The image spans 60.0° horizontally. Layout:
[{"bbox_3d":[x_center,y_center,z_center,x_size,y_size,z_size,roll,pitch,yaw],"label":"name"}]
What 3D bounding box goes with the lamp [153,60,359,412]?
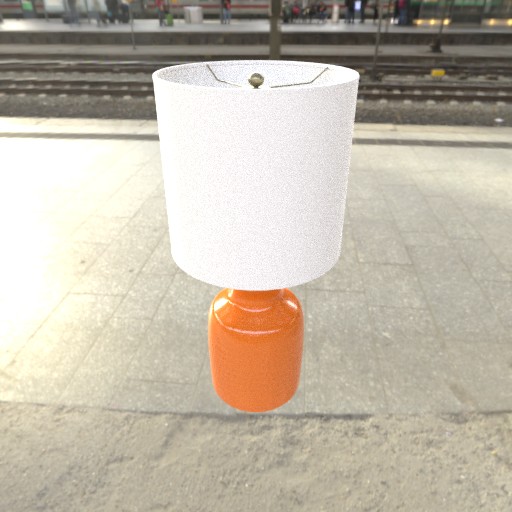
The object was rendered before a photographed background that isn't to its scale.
[{"bbox_3d":[0.000,0.000,1.128,0.418,0.871,0.418,2,30,3],"label":"lamp"}]
